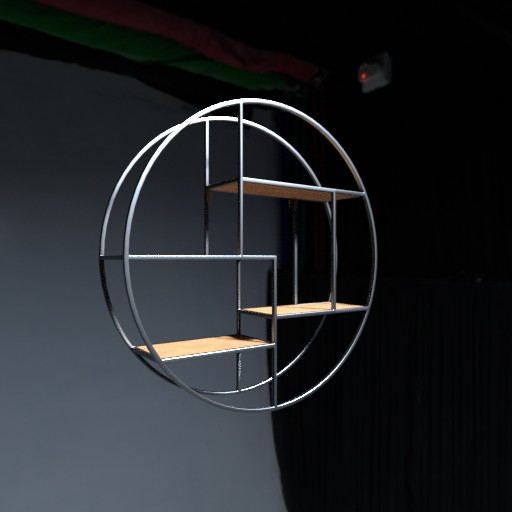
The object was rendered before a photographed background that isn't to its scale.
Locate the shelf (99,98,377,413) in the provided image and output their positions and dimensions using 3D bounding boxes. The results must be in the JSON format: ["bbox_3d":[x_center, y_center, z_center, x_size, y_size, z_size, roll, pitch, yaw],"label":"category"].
[{"bbox_3d":[0.000,0.000,1.357,0.888,0.888,0.202,0,0,-36],"label":"shelf"}]
